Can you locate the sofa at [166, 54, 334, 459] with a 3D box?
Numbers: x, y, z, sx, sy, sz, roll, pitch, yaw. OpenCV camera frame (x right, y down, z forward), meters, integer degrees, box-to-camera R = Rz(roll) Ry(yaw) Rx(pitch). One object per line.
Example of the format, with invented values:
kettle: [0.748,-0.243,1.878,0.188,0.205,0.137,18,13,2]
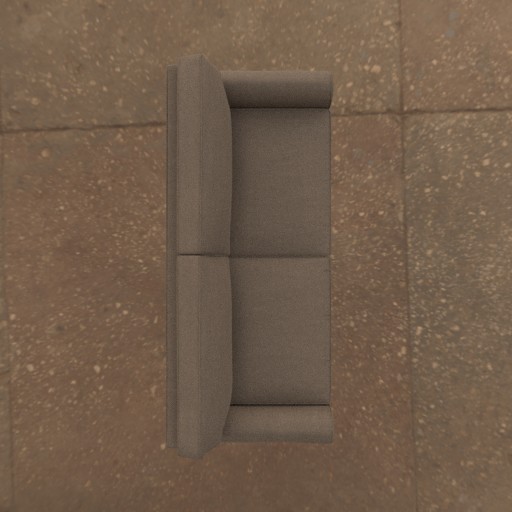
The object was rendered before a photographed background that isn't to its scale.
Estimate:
sofa: [0.000,0.000,2.723,0.991,0.943,2.248,0,90,0]
